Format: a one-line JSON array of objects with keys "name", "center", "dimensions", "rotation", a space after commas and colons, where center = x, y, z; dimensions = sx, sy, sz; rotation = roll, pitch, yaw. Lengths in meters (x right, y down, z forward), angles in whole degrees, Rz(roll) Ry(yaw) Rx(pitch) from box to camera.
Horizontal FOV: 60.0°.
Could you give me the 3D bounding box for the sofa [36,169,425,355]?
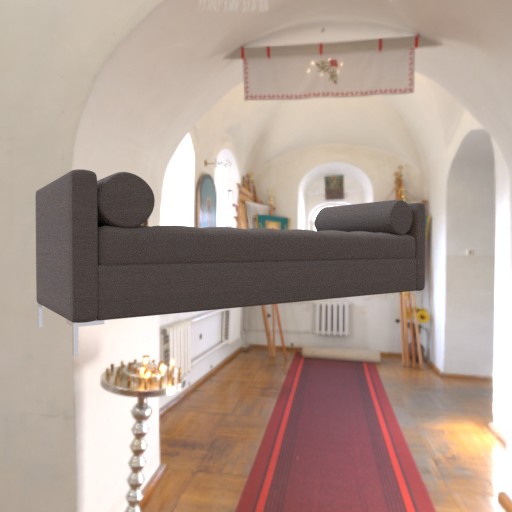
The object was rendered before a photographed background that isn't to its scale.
[{"name": "sofa", "center": [0.000, 0.000, 2.314], "dimensions": [1.981, 0.635, 0.686], "rotation": [-1, 1, -36]}]
